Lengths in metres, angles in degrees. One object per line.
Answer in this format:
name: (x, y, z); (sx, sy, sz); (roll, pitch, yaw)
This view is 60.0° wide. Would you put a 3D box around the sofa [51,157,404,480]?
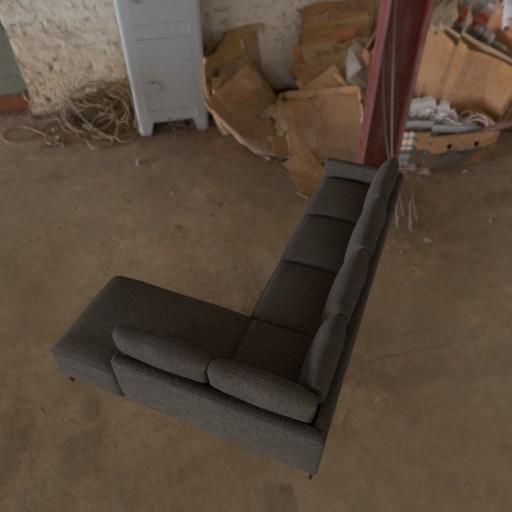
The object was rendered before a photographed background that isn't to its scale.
sofa: (0.000, 0.000, 3.841); (2.007, 0.815, 2.949); (16, 47, 16)
